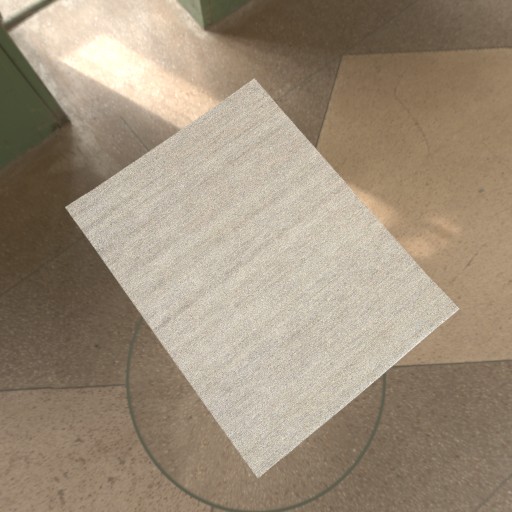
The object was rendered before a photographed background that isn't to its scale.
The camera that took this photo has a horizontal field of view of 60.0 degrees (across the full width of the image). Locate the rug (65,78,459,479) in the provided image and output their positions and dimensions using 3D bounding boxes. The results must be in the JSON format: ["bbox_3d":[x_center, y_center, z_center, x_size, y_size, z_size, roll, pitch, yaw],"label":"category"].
[{"bbox_3d":[0.000,0.000,4.920,2.757,0.051,3.626,-37,78,-9],"label":"rug"}]
